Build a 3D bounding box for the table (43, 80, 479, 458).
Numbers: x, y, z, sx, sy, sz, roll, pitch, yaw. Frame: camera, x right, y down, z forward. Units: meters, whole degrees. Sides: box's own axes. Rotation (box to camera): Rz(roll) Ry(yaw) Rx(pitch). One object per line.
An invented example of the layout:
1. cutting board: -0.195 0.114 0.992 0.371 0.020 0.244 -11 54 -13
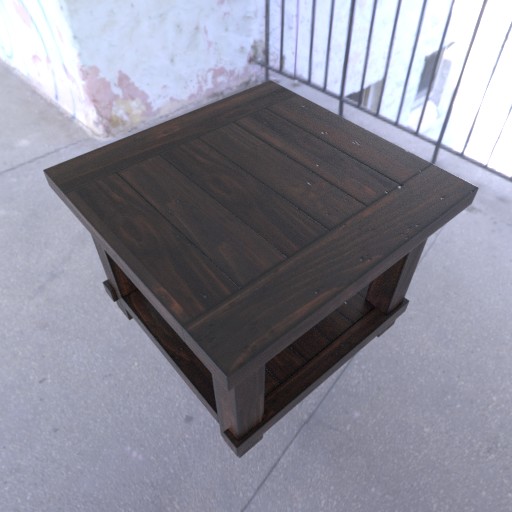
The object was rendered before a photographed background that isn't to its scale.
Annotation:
1. table: 0.000 0.000 1.016 0.606 0.437 0.593 -32 54 -27
